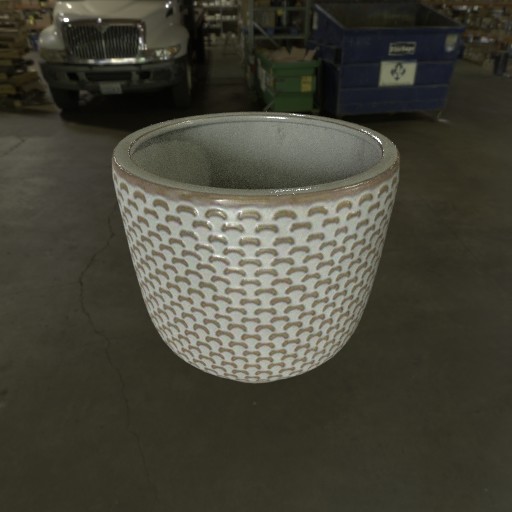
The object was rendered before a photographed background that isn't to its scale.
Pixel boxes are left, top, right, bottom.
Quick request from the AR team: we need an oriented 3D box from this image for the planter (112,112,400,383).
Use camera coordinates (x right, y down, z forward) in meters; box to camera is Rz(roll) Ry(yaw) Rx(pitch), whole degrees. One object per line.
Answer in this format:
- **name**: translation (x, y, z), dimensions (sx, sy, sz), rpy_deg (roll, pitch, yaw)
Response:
- **planter**: translation (0.000, 0.000, 0.250), dimensions (0.139, 0.130, 0.139), rpy_deg (0, 30, 0)
